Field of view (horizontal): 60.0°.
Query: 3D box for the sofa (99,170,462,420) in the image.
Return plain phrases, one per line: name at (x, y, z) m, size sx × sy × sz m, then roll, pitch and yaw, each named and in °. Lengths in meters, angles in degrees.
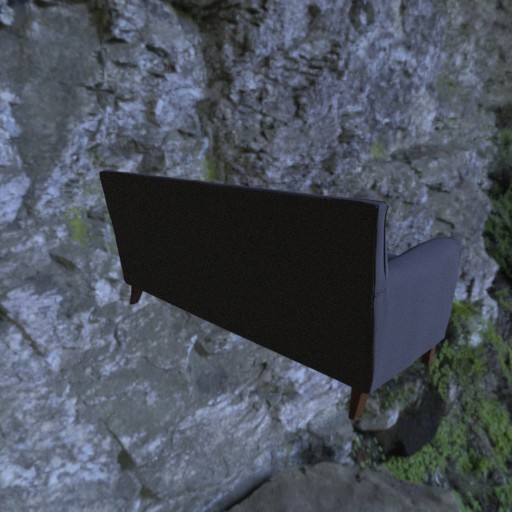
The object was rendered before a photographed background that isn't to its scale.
sofa at (0.000, 0.000, 2.507) m, size 0.843 × 0.907 × 2.002 m, roll -14°, pitch 21°, yaw -43°
